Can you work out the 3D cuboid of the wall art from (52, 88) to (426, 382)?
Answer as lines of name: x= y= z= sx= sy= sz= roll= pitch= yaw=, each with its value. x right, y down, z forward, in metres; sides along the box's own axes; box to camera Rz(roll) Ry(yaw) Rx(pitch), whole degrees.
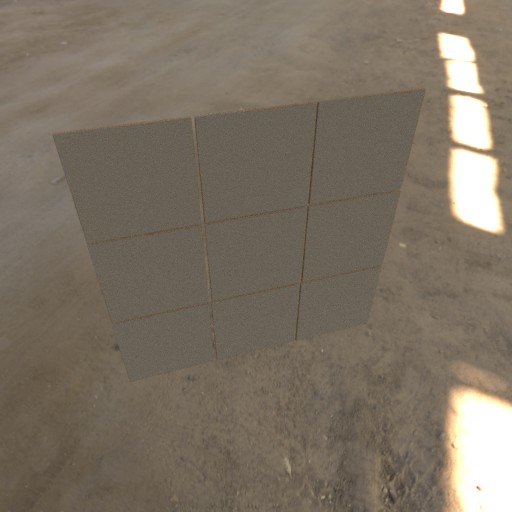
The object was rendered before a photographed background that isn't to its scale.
wall art: x=0.000 y=0.000 z=1.350 sx=0.919 sy=0.917 sz=0.010 roll=-11 pitch=42 yaw=-13
